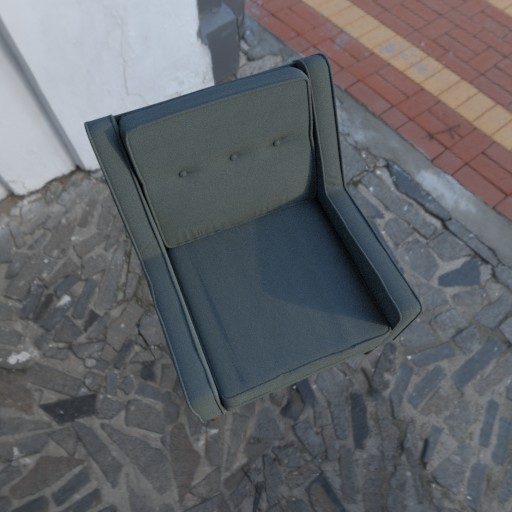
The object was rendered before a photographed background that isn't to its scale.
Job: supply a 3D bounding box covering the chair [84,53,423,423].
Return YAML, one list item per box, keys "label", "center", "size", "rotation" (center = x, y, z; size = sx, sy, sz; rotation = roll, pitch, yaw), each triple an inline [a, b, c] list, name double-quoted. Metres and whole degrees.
- label: "chair"
  center: [0.000, 0.000, 1.318]
  size: [0.663, 0.780, 0.733]
  rotation: [-20, 65, -10]
